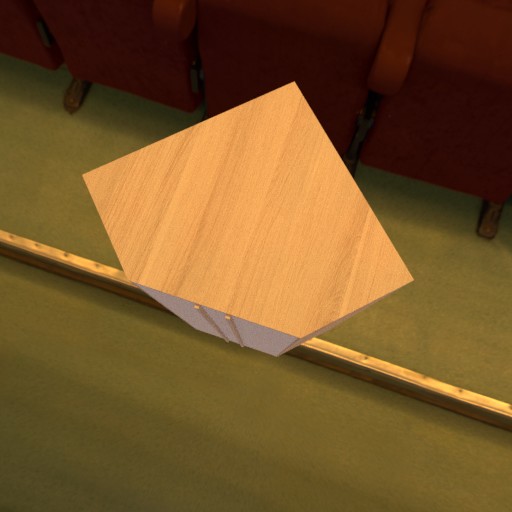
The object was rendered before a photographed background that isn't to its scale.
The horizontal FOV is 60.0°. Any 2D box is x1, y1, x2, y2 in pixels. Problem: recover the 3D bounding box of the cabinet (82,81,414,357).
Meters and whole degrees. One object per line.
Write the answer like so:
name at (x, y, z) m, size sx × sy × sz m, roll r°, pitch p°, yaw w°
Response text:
cabinet at (0.000, 0.000, 2.591) m, size 1.272 × 1.957 × 0.969 m, roll 18°, pitch 76°, yaw 5°
